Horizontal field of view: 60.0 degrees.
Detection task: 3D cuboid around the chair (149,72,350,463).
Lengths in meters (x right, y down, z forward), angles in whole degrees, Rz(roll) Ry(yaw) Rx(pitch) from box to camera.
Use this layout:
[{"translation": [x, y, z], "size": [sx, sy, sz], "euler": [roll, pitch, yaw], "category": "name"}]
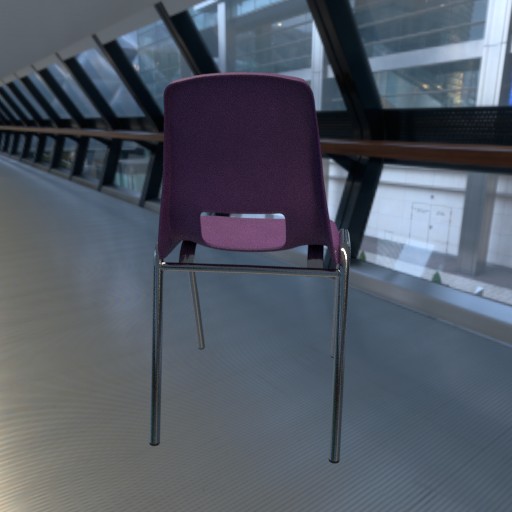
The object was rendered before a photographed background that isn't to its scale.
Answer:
[{"translation": [0.000, 0.000, 0.914], "size": [0.381, 0.654, 0.432], "euler": [2, 15, 8], "category": "chair"}]
